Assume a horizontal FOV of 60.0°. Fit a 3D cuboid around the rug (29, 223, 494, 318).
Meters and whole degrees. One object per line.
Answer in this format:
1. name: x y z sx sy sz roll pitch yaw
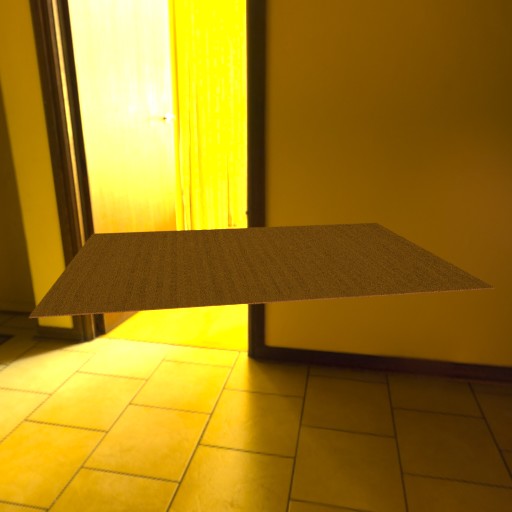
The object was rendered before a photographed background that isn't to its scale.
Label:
1. rug: 0.000 0.000 2.182 1.752 0.006 1.142 -3 18 -9
